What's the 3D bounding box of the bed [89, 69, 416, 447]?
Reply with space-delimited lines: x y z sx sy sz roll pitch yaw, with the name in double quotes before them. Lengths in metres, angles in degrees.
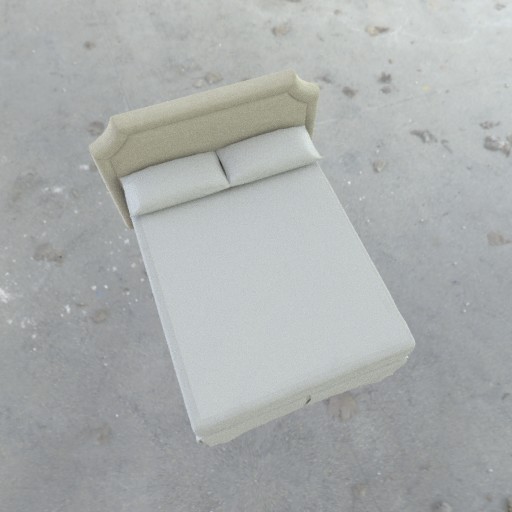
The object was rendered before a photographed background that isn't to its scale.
"bed" 0.000 0.000 3.297 1.828 1.297 2.164 -18 65 -9
